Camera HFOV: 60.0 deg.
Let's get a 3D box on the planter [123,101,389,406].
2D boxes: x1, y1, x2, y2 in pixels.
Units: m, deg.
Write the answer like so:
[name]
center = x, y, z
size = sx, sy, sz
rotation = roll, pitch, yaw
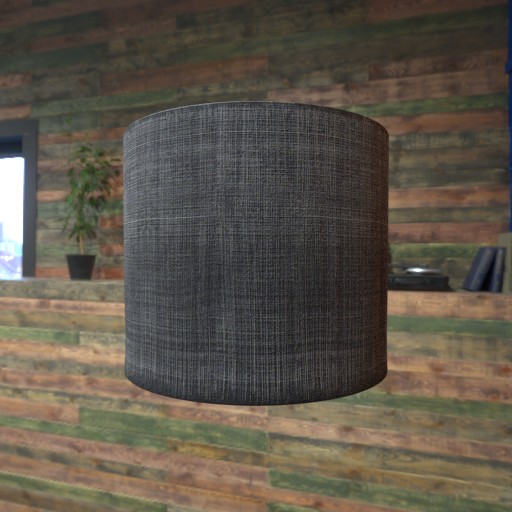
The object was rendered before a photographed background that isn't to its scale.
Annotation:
[planter]
center = 0.000, 0.000, 0.442
size = 0.254, 0.221, 0.254
rotation = 0, 0, 0
